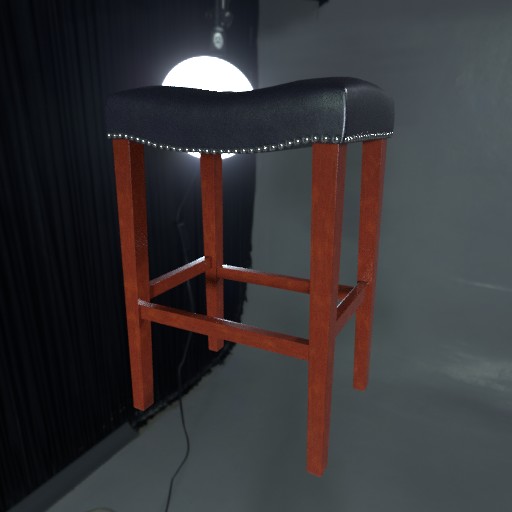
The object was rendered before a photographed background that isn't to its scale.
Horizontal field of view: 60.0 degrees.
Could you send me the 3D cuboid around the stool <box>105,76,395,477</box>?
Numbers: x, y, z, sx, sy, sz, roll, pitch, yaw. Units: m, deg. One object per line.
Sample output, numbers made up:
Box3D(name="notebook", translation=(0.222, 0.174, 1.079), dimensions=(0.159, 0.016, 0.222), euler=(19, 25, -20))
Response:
Box3D(name="stool", translation=(0.000, 0.000, 1.018), dimensions=(0.504, 0.742, 0.372), euler=(9, 19, 27))
